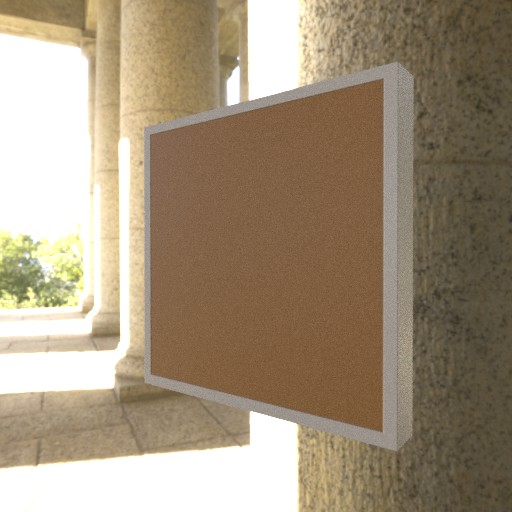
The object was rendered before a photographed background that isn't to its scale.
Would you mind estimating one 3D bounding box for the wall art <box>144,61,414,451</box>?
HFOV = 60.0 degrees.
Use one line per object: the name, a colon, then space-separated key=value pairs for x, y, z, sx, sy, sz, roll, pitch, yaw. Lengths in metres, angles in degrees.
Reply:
wall art: x=0.000 y=0.000 z=0.452 sx=0.305 sy=0.305 sz=0.038 roll=0 pitch=1 yaw=37
